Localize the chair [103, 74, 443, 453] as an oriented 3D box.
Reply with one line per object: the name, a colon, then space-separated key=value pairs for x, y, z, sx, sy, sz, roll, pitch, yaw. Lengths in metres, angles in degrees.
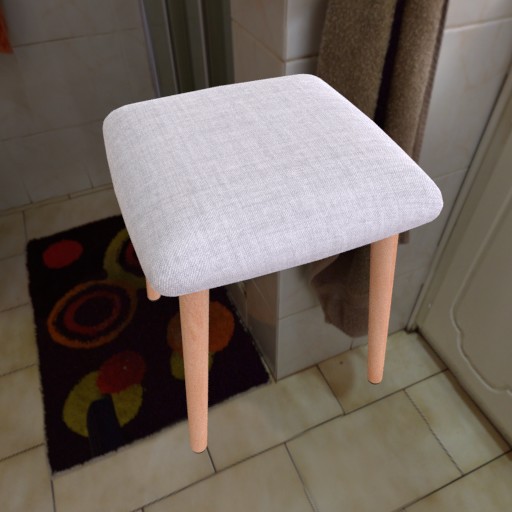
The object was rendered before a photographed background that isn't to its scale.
chair: x=0.000 y=0.000 z=0.682 sx=0.350 sy=0.440 sz=0.350 roll=-16 pitch=48 yaw=-15
